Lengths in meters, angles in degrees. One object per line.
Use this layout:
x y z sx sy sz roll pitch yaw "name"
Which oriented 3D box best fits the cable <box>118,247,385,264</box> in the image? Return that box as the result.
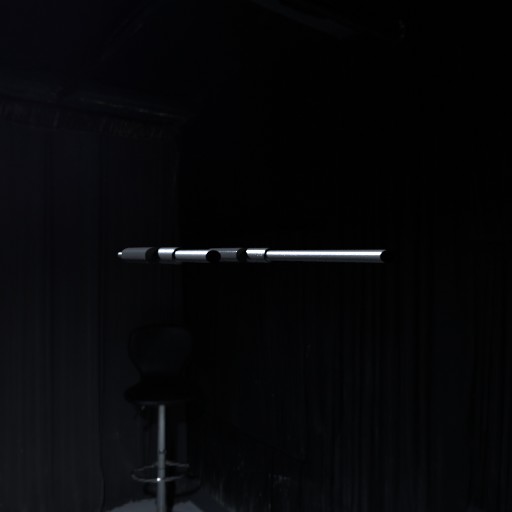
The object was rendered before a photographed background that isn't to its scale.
0.000 0.000 0.114 0.041 0.005 0.098 0 1 -36 "cable"
